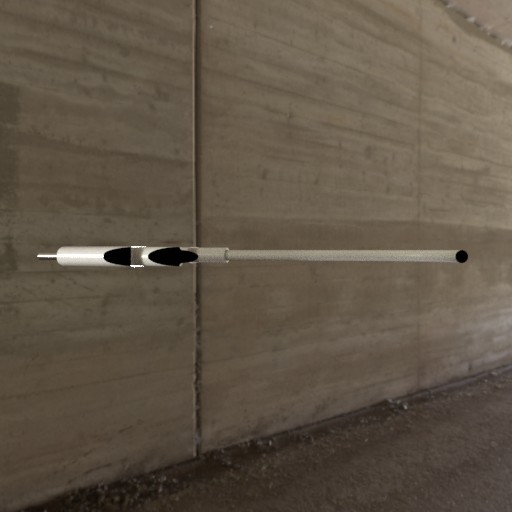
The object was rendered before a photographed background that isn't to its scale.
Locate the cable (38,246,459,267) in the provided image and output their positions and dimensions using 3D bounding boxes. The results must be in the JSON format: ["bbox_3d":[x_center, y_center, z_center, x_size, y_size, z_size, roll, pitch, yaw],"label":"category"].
[{"bbox_3d":[0.000,0.000,0.111,0.098,0.005,0.041,0,1,17],"label":"cable"}]
